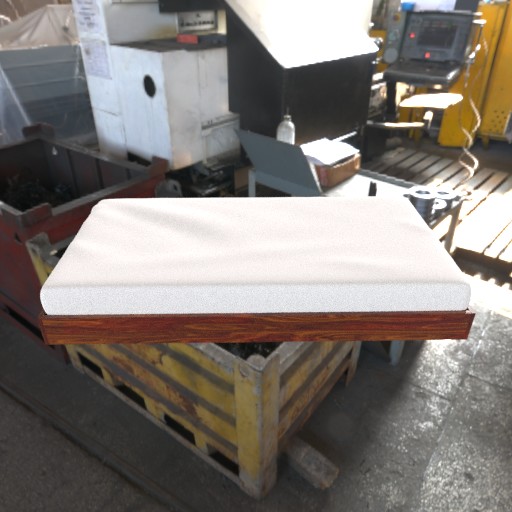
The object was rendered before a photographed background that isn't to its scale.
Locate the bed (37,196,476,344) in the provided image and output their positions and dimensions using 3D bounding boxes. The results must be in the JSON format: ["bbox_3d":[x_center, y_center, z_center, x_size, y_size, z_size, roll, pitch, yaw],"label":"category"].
[{"bbox_3d":[0.000,0.000,2.273,1.860,0.312,0.940,-1,32,-1],"label":"bed"}]
